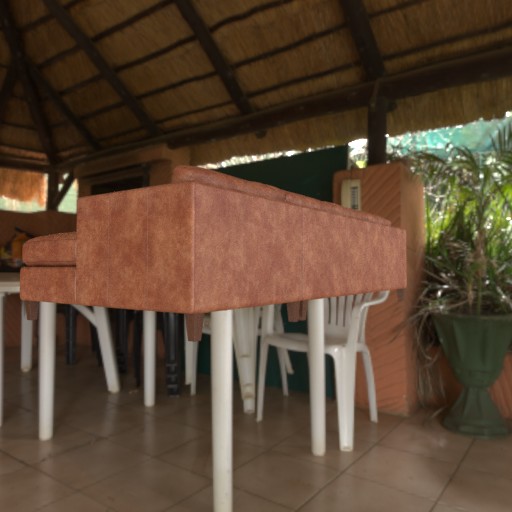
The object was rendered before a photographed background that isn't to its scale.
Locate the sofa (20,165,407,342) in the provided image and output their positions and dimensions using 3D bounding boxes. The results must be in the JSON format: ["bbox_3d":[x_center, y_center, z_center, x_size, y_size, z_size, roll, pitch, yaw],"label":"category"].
[{"bbox_3d":[0.000,0.000,3.764,1.581,0.883,3.203,-1,-2,35],"label":"sofa"}]
